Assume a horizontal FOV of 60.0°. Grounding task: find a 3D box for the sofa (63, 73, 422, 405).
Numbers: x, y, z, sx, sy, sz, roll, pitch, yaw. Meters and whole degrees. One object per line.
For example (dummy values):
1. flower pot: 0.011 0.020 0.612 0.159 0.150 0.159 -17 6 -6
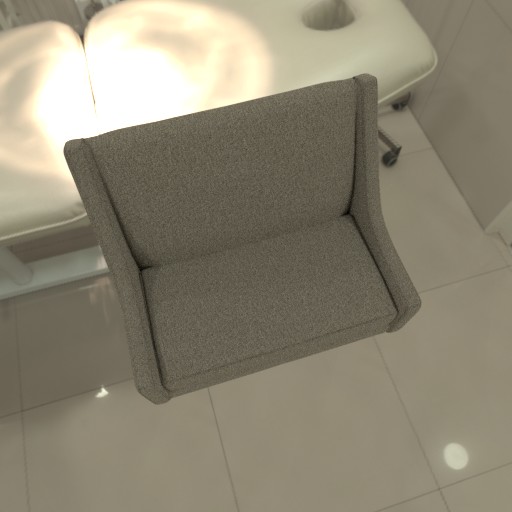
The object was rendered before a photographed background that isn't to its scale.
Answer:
1. sofa: 0.000 0.000 1.946 1.242 1.026 0.862 -15 65 -7
